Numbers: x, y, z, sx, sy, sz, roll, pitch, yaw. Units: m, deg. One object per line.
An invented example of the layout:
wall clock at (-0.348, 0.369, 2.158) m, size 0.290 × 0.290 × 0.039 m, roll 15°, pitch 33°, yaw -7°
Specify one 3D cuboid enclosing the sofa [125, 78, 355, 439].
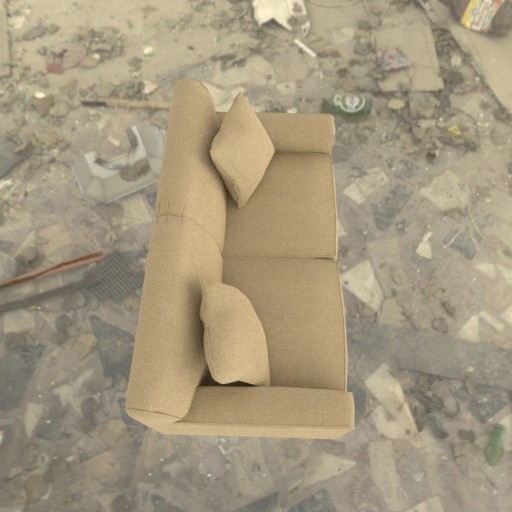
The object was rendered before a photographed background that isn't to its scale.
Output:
sofa at (0.000, 0.000, 2.495) m, size 0.998 × 0.958 × 1.846 m, roll 1°, pitch 63°, yaw 1°
